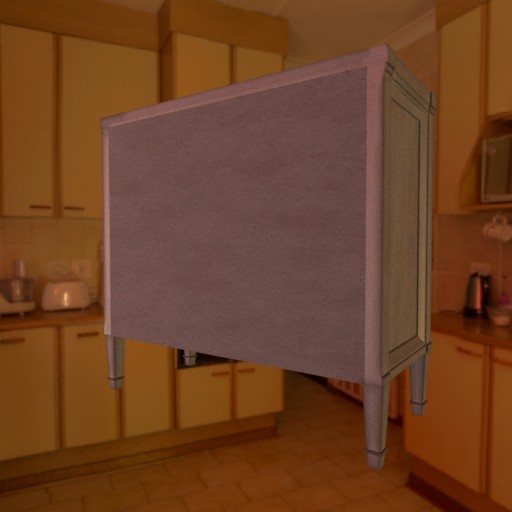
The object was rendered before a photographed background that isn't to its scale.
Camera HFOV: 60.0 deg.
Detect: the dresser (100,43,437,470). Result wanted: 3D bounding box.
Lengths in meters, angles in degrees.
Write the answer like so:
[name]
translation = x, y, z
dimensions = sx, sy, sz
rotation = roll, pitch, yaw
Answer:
[dresser]
translation = 0.000, 0.000, 1.502
dimensions = 1.049, 0.986, 0.463
rotation = 1, 2, 35
